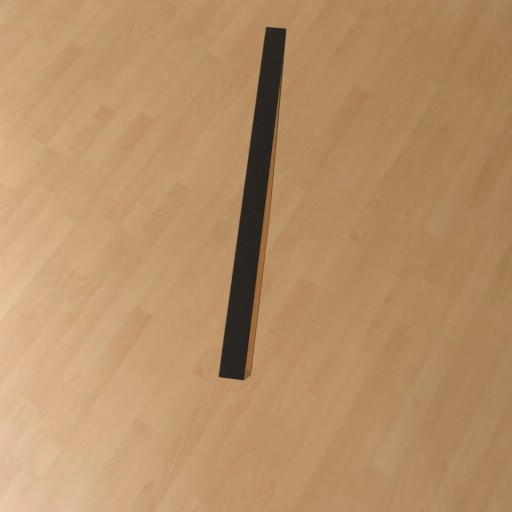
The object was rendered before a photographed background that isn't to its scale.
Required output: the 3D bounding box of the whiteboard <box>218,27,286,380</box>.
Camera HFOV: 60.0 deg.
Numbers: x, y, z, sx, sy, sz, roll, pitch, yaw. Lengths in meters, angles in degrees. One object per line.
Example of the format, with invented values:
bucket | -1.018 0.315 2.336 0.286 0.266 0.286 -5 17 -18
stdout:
whiteboard | 0.000 0.000 0.771 0.026 0.611 0.406 7 75 2
